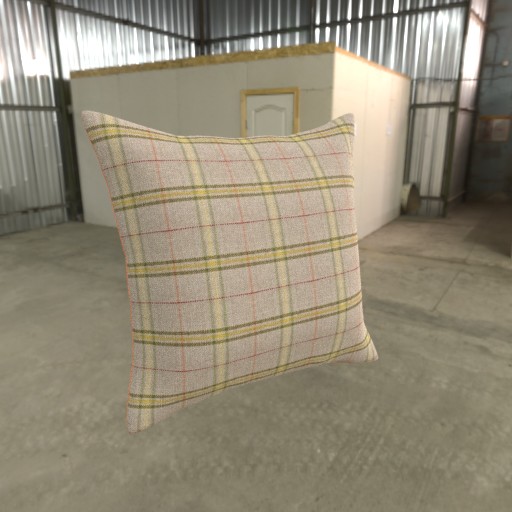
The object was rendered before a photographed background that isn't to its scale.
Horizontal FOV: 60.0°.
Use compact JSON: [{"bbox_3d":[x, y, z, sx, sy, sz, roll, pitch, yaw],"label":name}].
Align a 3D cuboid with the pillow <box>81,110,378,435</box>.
[{"bbox_3d":[0.000,0.000,0.688,0.453,0.430,0.200,-9,19,-27],"label":"pillow"}]
